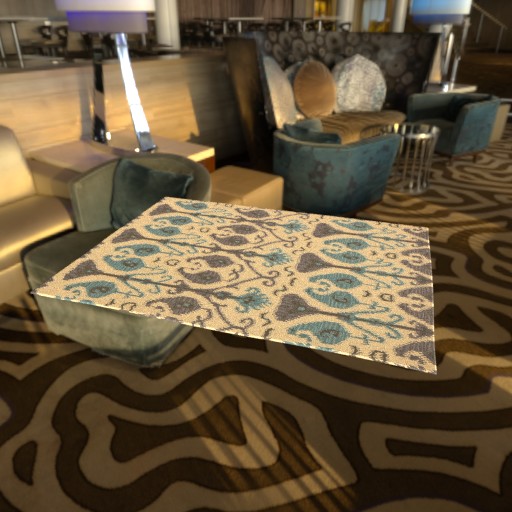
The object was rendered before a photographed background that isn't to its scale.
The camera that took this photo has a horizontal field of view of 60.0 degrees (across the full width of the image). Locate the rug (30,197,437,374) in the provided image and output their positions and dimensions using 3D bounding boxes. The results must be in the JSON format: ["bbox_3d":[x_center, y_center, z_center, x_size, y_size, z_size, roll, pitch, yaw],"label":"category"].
[{"bbox_3d":[0.000,0.000,3.010,2.261,0.013,1.676,8,29,15],"label":"rug"}]
